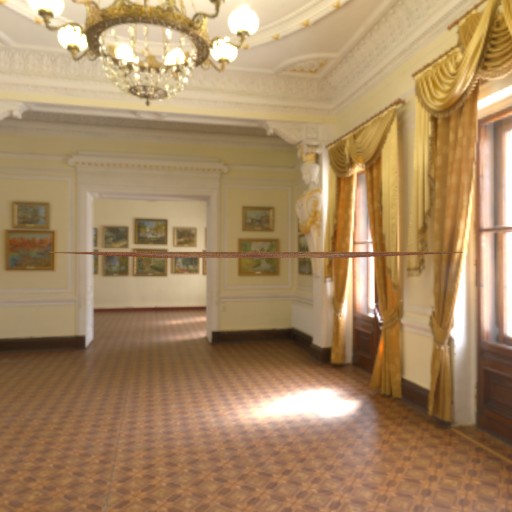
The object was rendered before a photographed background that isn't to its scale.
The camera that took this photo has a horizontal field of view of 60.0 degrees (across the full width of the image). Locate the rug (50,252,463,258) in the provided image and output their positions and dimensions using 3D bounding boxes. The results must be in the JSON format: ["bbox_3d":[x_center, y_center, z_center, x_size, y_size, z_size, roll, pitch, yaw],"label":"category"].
[{"bbox_3d":[0.000,0.000,4.149,2.460,0.005,3.067,0,-1,0],"label":"rug"}]
